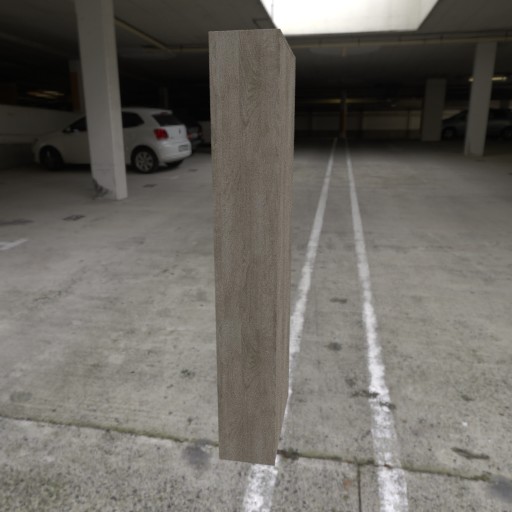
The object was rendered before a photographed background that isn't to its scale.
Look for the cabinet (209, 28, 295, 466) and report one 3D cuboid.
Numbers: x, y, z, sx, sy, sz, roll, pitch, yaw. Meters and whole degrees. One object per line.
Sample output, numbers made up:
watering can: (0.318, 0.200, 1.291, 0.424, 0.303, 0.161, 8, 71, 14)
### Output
cabinet: (0.000, 0.000, 1.875, 0.250, 1.630, 0.520, 3, 15, 10)
